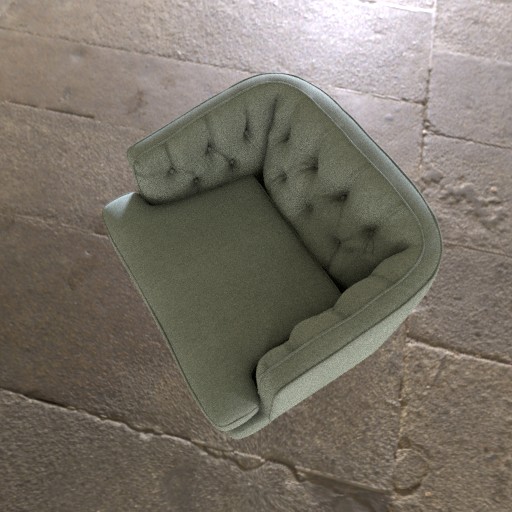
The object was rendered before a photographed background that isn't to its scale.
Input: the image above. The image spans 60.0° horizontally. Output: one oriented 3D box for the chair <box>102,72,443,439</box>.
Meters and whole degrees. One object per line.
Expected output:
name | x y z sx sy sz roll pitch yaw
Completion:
chair | 0.000 0.000 1.779 0.945 0.852 1.094 -28 66 -14
